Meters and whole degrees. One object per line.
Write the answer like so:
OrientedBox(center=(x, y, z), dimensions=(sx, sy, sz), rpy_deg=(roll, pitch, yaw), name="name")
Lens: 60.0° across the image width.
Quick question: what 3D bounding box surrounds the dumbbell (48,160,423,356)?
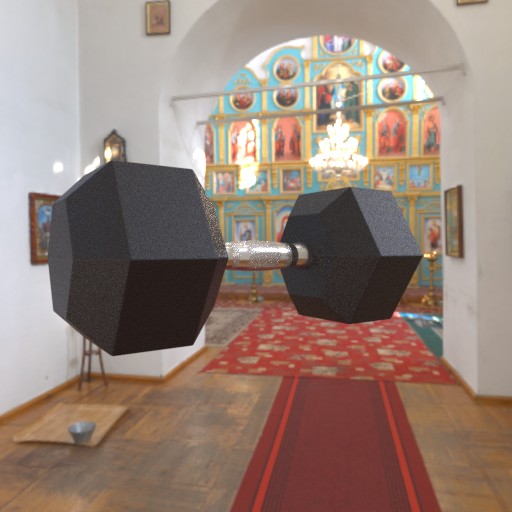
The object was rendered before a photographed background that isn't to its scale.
OrientedBox(center=(0.000, 0.000, 0.328), dimensions=(0.271, 0.106, 0.122), rpy_deg=(-1, 1, -34), name="dumbbell")
